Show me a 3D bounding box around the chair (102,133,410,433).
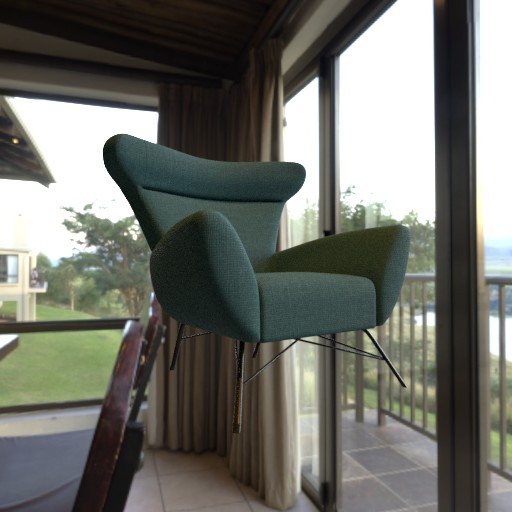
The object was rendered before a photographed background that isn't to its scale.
[{"bbox_3d":[0.000,0.000,1.800,1.050,0.980,0.900,1,-1,-36],"label":"chair"}]
